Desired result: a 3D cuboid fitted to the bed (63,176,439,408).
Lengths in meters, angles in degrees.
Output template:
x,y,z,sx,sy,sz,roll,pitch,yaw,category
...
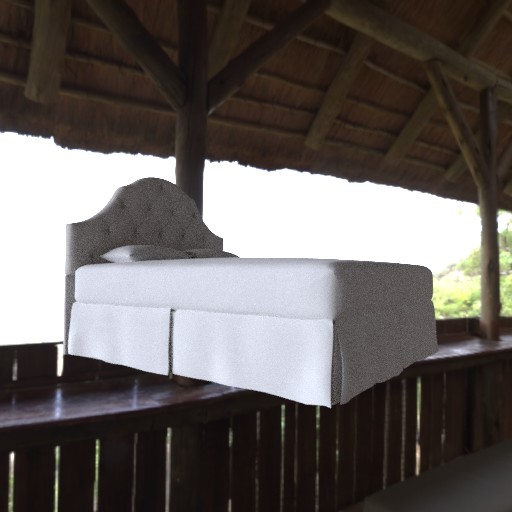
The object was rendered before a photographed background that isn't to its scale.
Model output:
x,y,z,sx,sy,sz,roll,pitch,yaw,category
0.000,0.000,3.711,2.477,1.617,2.039,-1,-2,36,bed
